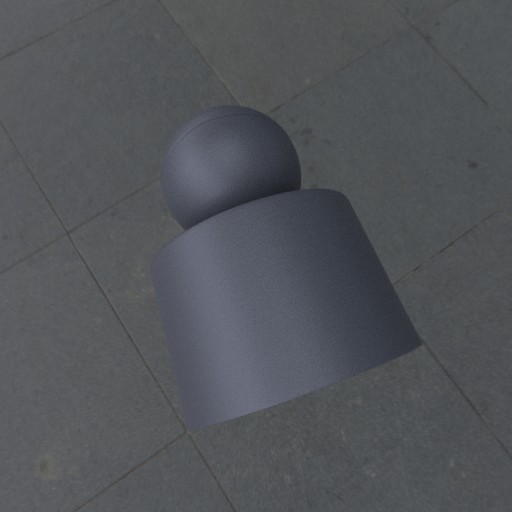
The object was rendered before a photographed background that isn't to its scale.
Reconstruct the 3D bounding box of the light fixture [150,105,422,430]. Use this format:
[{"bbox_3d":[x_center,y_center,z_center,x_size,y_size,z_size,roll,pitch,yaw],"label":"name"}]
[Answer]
[{"bbox_3d":[0.000,0.000,0.269,0.134,0.143,0.160,-19,76,-5],"label":"light fixture"}]
